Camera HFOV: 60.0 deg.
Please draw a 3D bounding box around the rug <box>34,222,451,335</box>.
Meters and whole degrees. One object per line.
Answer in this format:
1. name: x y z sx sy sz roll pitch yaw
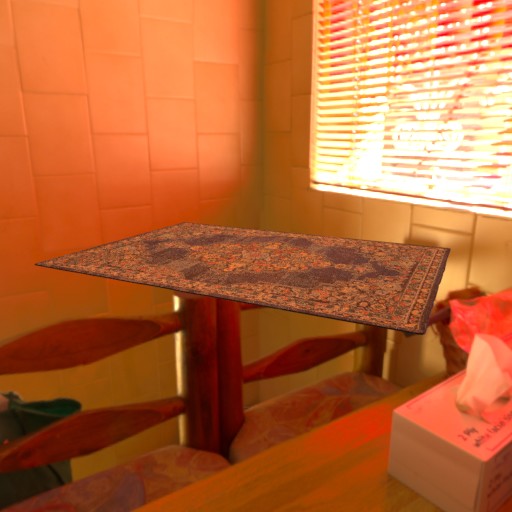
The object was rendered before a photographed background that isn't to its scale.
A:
1. rug: 0.000 0.000 3.767 2.940 0.011 2.053 7 16 25
